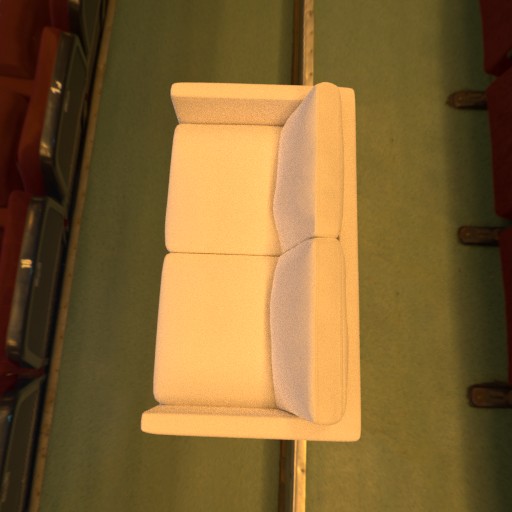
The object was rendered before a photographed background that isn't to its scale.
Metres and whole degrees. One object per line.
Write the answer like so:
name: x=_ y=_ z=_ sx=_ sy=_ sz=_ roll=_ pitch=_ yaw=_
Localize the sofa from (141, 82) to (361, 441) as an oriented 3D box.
sofa: x=0.000 y=0.000 z=2.287 sx=0.964 sy=0.888 sz=1.702 roll=2 pitch=77 yaw=0
